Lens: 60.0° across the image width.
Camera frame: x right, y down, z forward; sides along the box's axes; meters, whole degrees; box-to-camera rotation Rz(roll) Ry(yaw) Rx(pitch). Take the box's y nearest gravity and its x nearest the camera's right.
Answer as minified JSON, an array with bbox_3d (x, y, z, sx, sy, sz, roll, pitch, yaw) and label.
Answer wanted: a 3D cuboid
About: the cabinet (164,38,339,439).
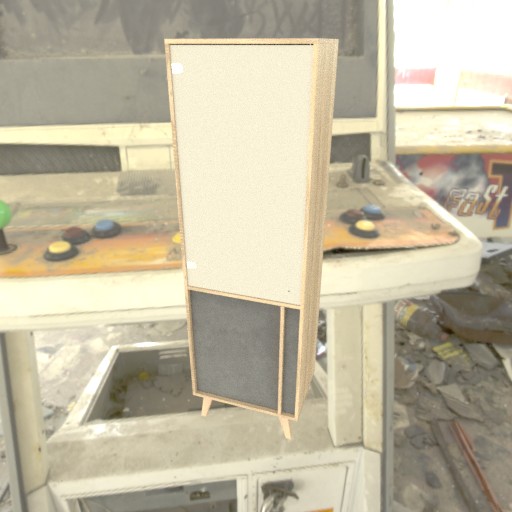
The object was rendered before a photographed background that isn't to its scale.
[{"bbox_3d":[0.000,0.000,2.104,0.570,1.850,0.400,8,27,17],"label":"cabinet"}]
